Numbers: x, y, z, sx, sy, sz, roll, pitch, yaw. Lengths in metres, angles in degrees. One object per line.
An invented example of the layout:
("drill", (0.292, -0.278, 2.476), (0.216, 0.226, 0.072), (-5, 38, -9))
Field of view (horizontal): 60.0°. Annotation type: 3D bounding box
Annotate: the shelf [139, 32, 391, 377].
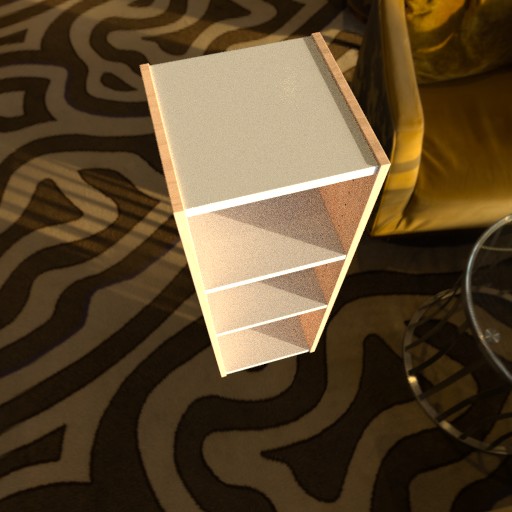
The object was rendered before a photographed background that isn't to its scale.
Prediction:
("shelf", (0.000, 0.000, 1.046), (0.300, 0.900, 0.290), (-14, 63, -7))
